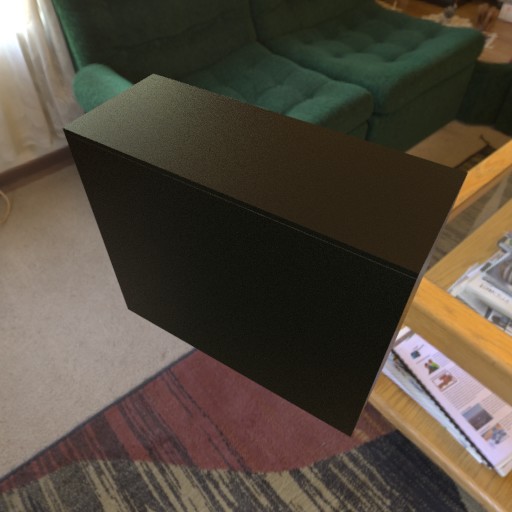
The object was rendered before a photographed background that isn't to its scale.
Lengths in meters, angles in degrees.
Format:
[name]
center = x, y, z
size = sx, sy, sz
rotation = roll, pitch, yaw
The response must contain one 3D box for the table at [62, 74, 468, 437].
[table]
center = 0.000, 0.000, 1.368
size = 0.930, 0.790, 0.380
rotation = 24, 52, 21
